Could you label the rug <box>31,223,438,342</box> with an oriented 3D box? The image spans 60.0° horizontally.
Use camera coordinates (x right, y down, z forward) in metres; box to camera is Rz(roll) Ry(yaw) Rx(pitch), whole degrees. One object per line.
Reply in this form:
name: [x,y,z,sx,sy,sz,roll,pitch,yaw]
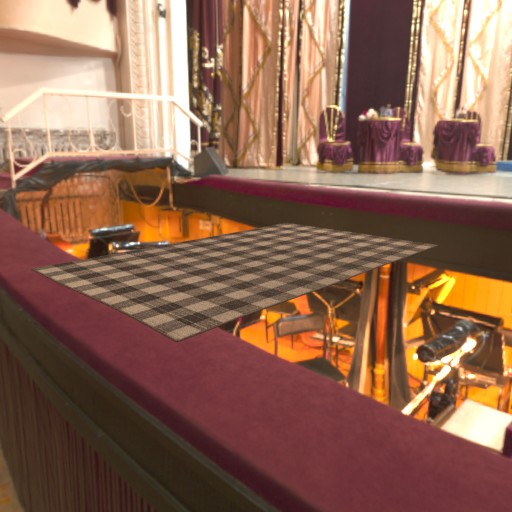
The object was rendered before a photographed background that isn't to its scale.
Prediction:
rug: [0.000,0.000,3.107,1.554,0.011,2.476,13,19,43]
